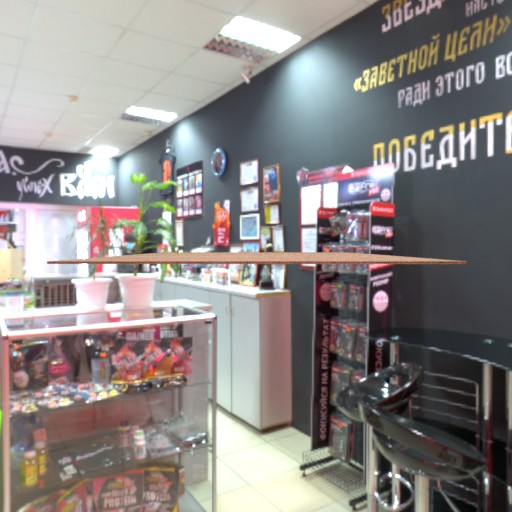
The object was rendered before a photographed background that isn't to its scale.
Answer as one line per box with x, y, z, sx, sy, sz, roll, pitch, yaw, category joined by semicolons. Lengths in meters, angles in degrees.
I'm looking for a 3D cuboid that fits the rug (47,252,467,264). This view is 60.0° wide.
0.000;0.000;4.149;2.425;0.016;3.198;0;1;0;rug
